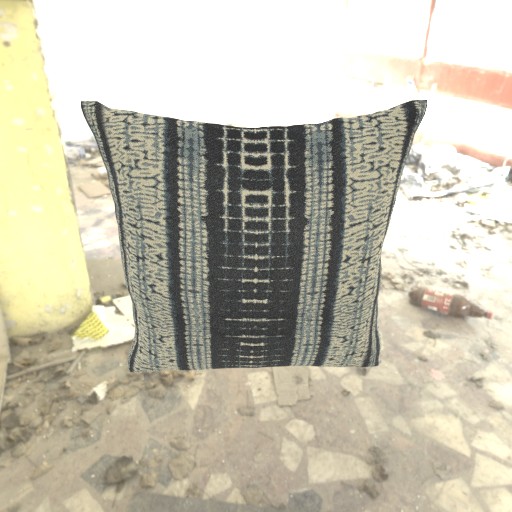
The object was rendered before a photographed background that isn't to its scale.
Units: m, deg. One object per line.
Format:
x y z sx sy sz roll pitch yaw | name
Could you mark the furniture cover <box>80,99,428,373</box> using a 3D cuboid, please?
0.000 0.000 0.644 0.425 0.435 0.133 -1 29 -2 | furniture cover
